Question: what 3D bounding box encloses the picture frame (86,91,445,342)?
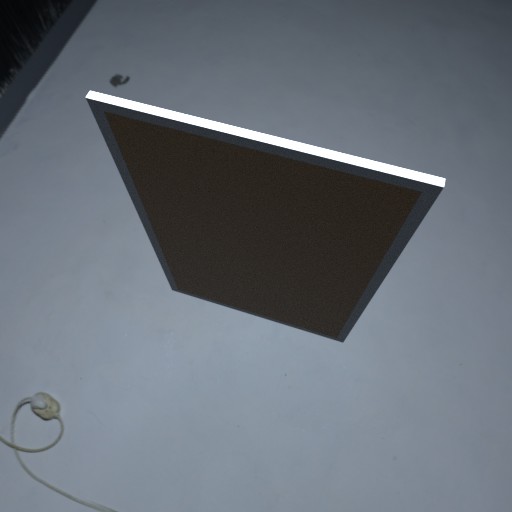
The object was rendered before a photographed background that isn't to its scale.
[{"bbox_3d":[0.000,0.000,0.836,0.457,0.657,0.013,16,65,8],"label":"picture frame"}]
